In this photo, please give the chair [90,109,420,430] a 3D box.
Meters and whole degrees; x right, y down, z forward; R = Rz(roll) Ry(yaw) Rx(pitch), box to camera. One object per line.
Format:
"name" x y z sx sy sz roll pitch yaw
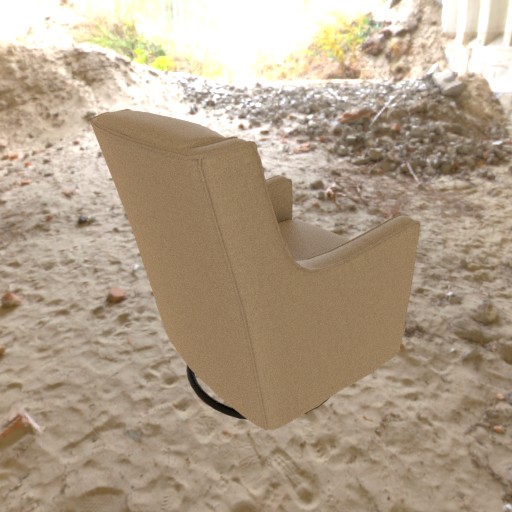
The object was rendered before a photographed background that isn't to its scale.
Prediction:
"chair" 0.000 0.000 1.547 0.879 0.993 0.732 -18 31 -33
